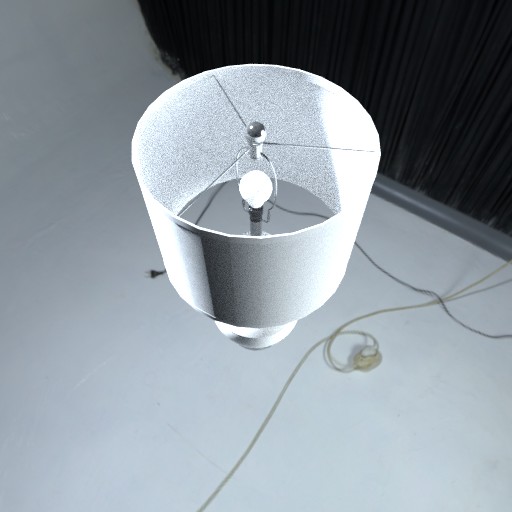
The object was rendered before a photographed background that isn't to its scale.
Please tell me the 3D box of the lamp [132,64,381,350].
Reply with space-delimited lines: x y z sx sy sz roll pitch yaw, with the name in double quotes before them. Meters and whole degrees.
"lamp" 0.000 0.000 0.899 0.357 0.673 0.357 32 62 19
